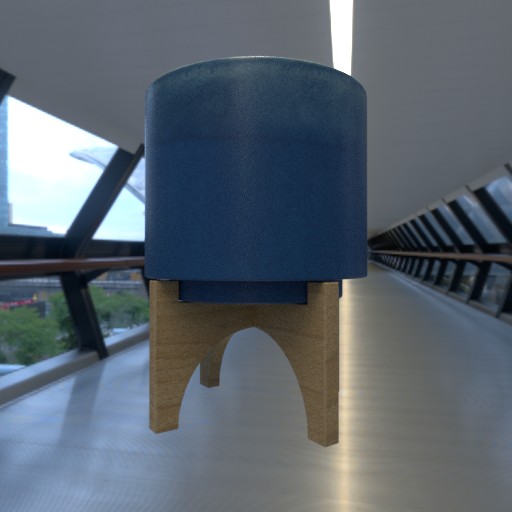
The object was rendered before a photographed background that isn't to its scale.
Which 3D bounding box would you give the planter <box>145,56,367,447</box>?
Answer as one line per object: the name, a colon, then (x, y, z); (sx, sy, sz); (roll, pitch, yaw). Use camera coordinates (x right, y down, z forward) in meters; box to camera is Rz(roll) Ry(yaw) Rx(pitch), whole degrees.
planter: (0.000, 0.000, 0.536); (0.261, 0.367, 0.261); (0, 0, 0)
